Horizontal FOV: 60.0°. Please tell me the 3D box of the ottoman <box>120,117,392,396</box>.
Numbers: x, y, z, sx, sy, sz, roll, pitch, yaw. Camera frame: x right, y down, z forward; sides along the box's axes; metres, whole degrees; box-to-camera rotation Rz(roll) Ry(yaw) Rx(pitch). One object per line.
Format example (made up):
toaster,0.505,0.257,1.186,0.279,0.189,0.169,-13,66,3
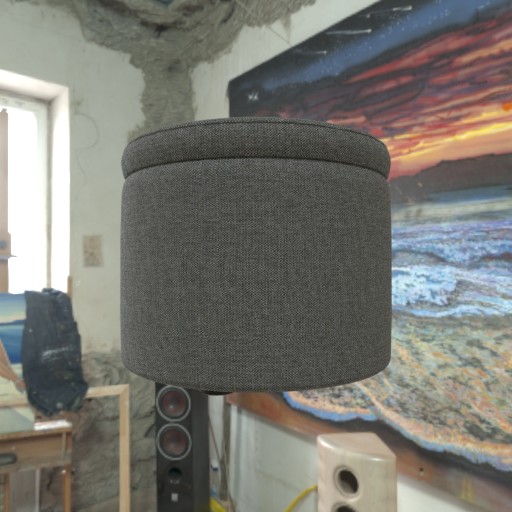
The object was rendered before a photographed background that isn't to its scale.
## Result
ottoman,0.000,0.000,0.888,0.520,0.430,0.520,0,0,0
